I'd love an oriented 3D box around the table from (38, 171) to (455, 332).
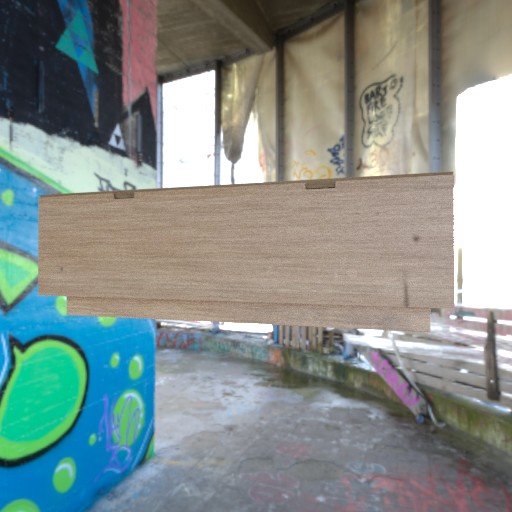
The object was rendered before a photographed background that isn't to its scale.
[{"bbox_3d":[0.000,0.000,1.436,1.110,0.353,0.678,0,0,18],"label":"table"}]
